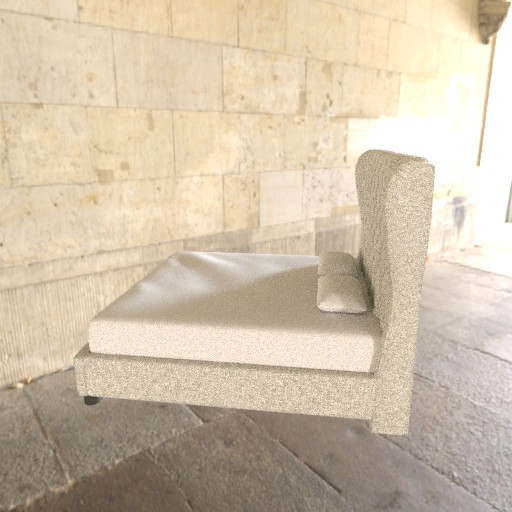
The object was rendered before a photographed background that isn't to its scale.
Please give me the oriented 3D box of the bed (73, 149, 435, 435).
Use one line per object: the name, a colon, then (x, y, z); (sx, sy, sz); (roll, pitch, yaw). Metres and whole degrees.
bed: (0.000, 0.000, 3.856); (2.347, 1.771, 2.219); (2, 15, 8)
